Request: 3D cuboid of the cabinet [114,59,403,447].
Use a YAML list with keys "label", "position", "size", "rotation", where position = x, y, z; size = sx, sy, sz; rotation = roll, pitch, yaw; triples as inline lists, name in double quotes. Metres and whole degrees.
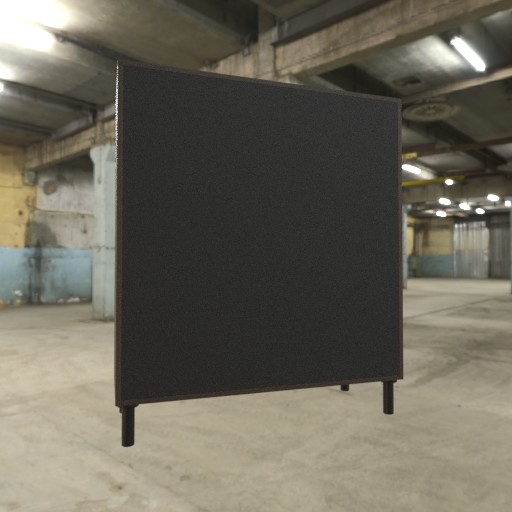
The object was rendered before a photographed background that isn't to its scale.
- label: "cabinet"
  position: [0.000, 0.000, 1.669]
  size: [1.010, 1.170, 0.400]
  rotation: [0, -1, -18]
